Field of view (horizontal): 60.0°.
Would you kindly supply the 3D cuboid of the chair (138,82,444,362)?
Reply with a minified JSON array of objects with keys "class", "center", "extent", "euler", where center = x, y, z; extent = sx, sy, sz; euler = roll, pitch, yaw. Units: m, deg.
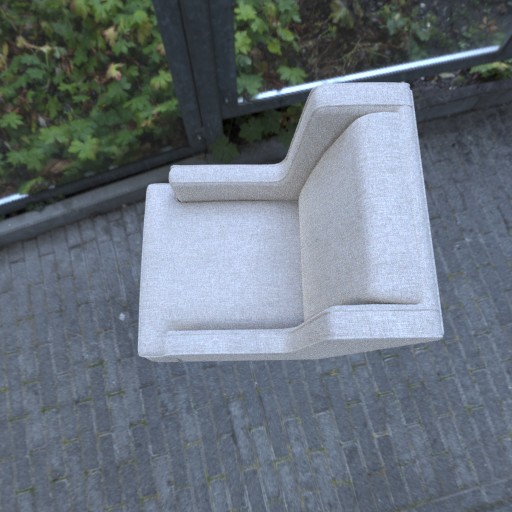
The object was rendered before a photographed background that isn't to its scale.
[{"class":"chair","center":[0.000,0.000,1.721],"extent":[0.948,1.082,0.764],"euler":[-1,74,0]}]
